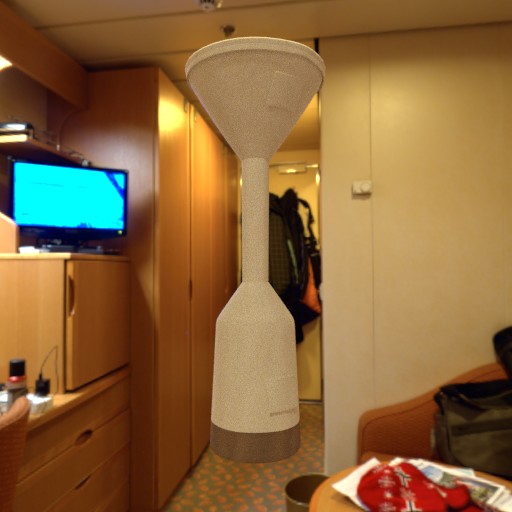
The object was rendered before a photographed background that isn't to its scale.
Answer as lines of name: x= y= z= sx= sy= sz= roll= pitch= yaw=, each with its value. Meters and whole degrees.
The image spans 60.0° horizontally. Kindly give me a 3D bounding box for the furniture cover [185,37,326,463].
furniture cover: x=0.000 y=0.000 z=2.868 sx=0.914 sy=2.413 sz=0.914 roll=1 pitch=-2 yaw=-37
